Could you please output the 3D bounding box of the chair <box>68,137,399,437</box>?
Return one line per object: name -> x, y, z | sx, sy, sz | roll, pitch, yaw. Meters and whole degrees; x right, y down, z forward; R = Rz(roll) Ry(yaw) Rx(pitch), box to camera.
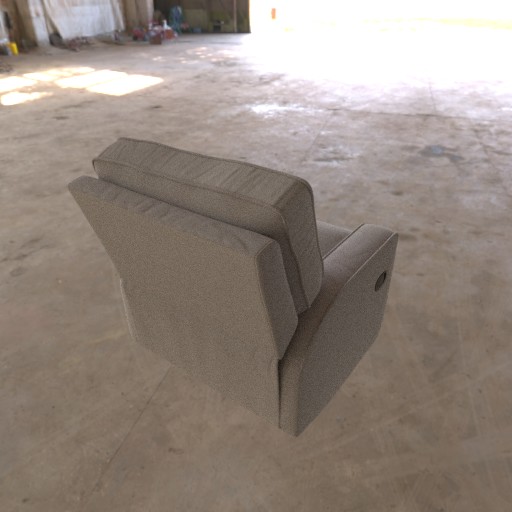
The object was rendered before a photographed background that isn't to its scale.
chair -> 0.000, 0.000, 1.690 | 0.861, 0.964, 0.969 | 21, 37, 31
